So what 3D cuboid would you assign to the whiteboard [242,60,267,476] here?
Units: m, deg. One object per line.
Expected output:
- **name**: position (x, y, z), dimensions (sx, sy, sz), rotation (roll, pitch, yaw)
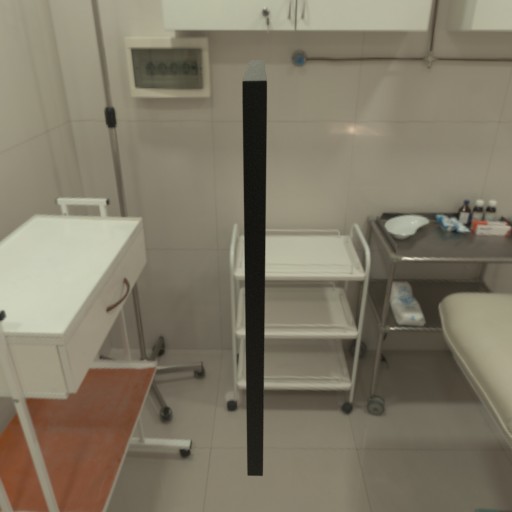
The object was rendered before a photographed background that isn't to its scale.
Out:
- **whiteboard**: position (0.000, 0.000, 0.777), dimensions (0.026, 0.611, 0.406), rotation (0, 27, 0)
